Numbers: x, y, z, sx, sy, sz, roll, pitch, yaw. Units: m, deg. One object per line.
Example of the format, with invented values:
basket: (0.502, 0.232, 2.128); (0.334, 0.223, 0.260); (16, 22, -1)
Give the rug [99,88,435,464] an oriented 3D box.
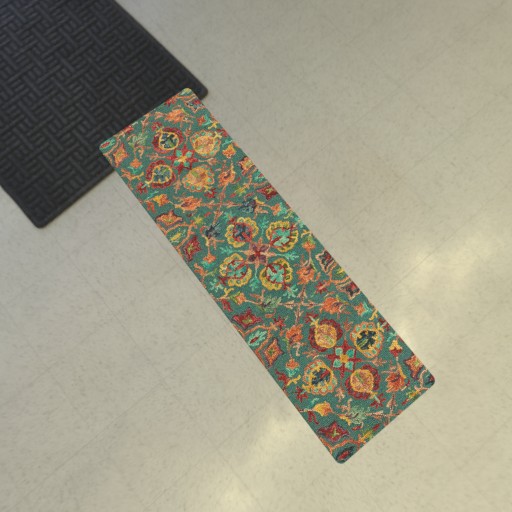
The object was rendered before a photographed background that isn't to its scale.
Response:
rug: (0.000, 0.000, 2.546); (0.686, 0.013, 2.286); (-37, 79, -9)
